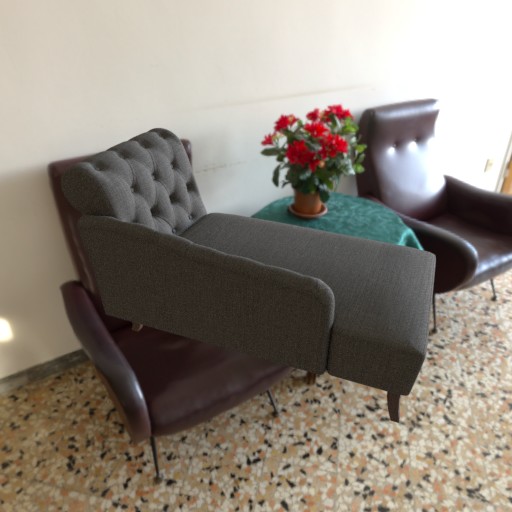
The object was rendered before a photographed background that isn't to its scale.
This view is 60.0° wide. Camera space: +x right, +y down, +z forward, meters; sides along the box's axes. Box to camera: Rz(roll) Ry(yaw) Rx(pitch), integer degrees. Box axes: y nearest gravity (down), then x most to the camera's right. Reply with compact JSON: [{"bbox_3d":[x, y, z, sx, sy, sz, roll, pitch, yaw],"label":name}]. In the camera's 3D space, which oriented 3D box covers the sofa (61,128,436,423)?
[{"bbox_3d":[0.000,0.000,1.816,1.379,0.787,0.675,12,33,19],"label":"sofa"}]
